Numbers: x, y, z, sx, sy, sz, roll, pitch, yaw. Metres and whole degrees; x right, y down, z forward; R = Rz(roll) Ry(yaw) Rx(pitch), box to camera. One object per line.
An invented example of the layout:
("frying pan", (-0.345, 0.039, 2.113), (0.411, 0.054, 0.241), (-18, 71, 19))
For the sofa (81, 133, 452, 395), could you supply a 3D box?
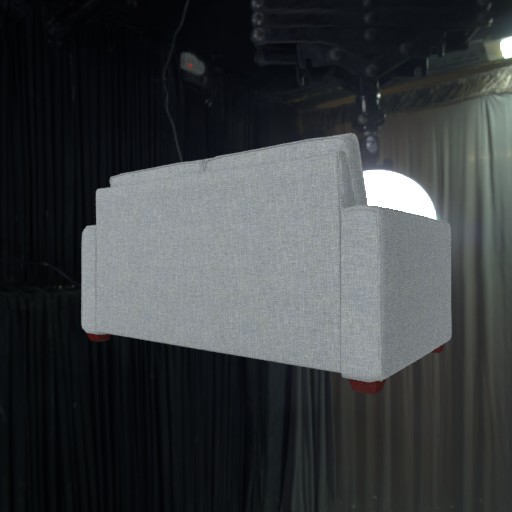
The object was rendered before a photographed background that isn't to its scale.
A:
("sofa", (0.000, 0.000, 2.272), (1.706, 0.915, 0.945), (0, 0, 37))
